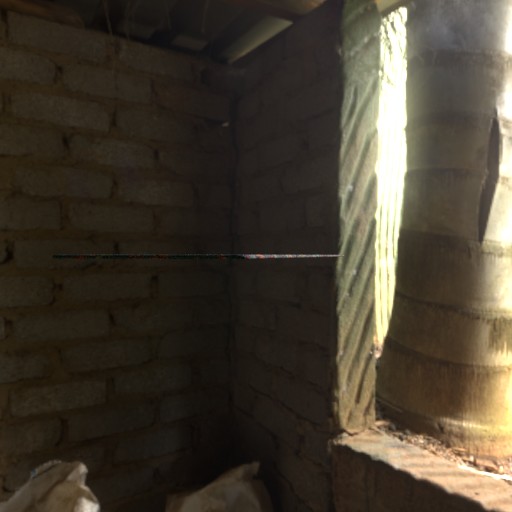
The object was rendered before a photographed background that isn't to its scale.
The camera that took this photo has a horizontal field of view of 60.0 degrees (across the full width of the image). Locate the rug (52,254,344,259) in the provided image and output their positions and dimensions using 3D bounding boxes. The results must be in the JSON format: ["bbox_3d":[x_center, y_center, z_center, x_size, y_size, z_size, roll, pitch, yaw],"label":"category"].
[{"bbox_3d":[0.000,0.000,2.433,0.686,0.013,2.286,0,0,18],"label":"rug"}]
